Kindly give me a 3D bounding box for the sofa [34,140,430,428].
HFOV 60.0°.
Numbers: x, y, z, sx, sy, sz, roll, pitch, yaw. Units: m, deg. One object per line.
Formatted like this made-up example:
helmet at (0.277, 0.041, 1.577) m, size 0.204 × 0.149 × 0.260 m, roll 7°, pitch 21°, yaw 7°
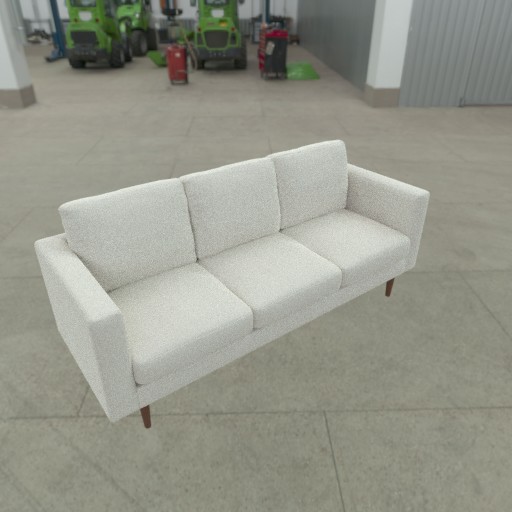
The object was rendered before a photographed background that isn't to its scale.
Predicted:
sofa at (0.000, 0.000, 2.451) m, size 2.029 × 0.912 × 0.802 m, roll -21°, pitch 36°, yaw -31°
